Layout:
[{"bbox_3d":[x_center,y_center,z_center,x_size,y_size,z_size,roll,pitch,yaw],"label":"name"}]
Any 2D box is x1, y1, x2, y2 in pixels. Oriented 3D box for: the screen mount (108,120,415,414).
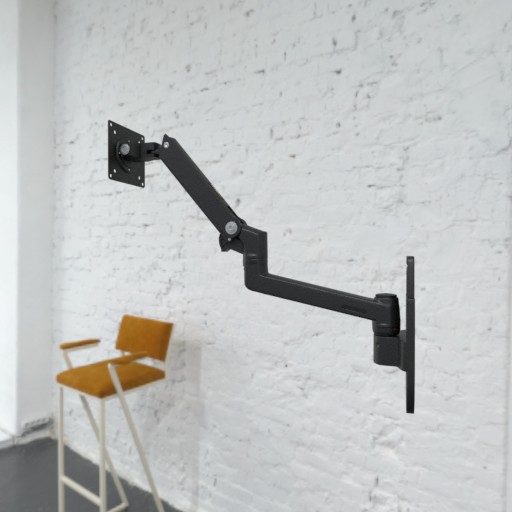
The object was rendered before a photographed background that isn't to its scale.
[{"bbox_3d":[0.000,0.000,0.737,0.495,0.466,0.115,0,0,18],"label":"screen mount"}]
